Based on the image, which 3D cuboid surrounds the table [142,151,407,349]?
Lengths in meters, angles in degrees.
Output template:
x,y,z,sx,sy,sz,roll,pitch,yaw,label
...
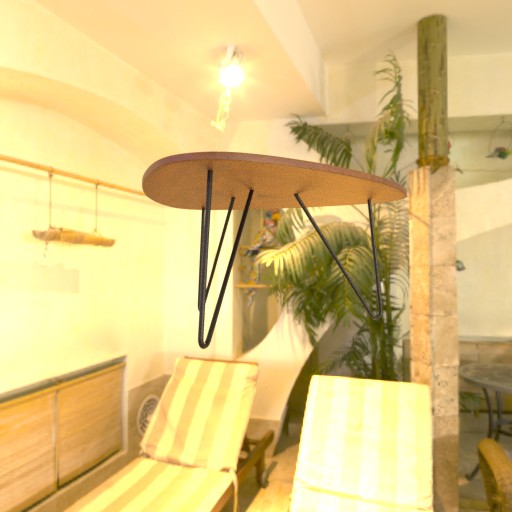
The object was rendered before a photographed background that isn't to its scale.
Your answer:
x,y,z,sx,sy,sz,roll,pitch,yaw,label
0.000,0.000,1.288,0.833,0.413,0.821,0,-1,19,table
